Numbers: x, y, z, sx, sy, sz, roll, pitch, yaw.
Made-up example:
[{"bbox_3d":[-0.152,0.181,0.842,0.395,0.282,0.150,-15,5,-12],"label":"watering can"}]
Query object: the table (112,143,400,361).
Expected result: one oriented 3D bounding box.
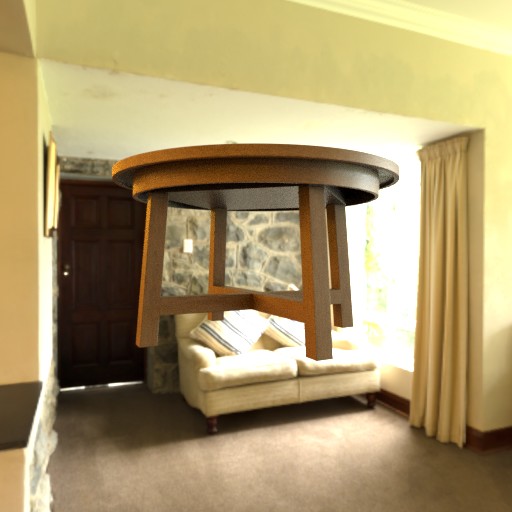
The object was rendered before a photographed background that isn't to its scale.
[{"bbox_3d":[0.000,0.000,2.138,1.319,0.762,1.319,0,0,0],"label":"table"}]
